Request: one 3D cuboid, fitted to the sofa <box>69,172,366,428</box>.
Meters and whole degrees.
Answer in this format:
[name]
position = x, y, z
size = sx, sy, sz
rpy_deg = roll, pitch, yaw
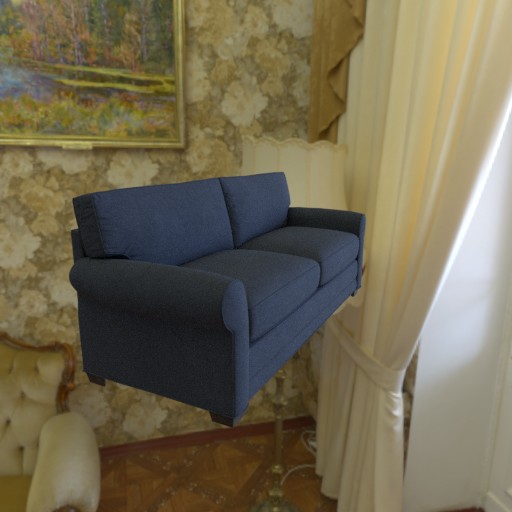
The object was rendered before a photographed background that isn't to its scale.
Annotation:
[sofa]
position = 0.000, 0.000, 2.972
size = 0.954, 1.026, 2.391
rpy_deg = 7, 15, 26
